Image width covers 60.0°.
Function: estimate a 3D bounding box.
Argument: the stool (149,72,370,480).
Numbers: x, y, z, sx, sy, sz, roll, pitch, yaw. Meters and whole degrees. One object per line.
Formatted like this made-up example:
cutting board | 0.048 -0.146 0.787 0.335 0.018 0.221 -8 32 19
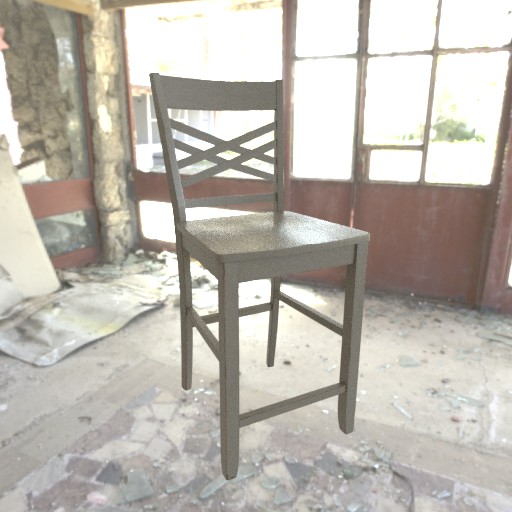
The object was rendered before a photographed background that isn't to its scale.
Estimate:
stool | 0.000 0.000 1.370 0.462 1.079 0.539 -8 18 -26
